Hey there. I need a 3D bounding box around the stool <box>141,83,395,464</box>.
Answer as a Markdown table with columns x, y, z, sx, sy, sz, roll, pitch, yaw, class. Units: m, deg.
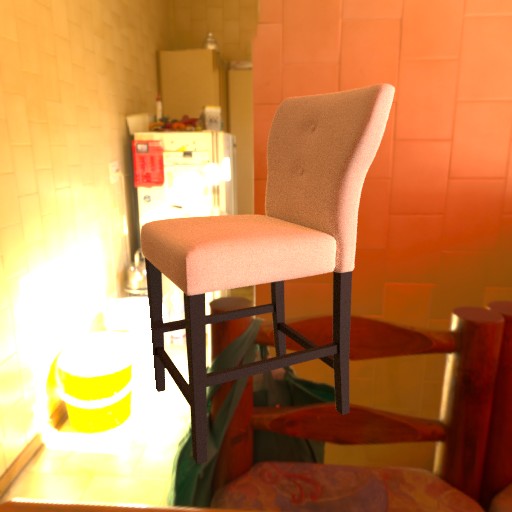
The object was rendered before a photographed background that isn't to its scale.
| x | y | z | sx | sy | sz | roll | pitch | yaw | class |
| --- | --- | --- | --- | --- | --- | --- | --- | --- | --- |
| 0.000 | 0.000 | 1.342 | 0.603 | 0.972 | 0.514 | -7 | 16 | -26 | stool |
